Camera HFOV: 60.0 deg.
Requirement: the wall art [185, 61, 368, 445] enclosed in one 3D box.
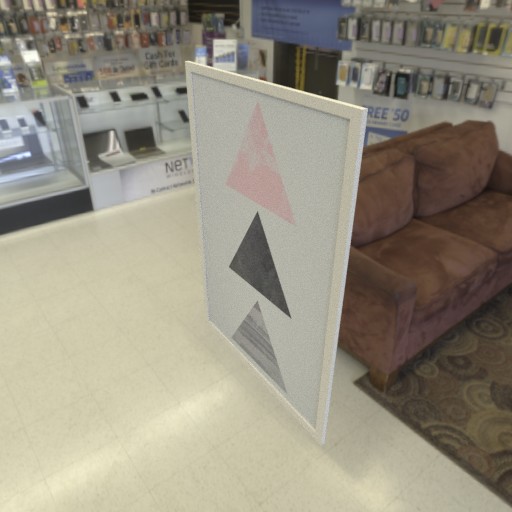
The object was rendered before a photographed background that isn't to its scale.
[{"bbox_3d":[0.000,0.000,1.251,0.013,0.940,0.659,-21,38,-30],"label":"wall art"}]
